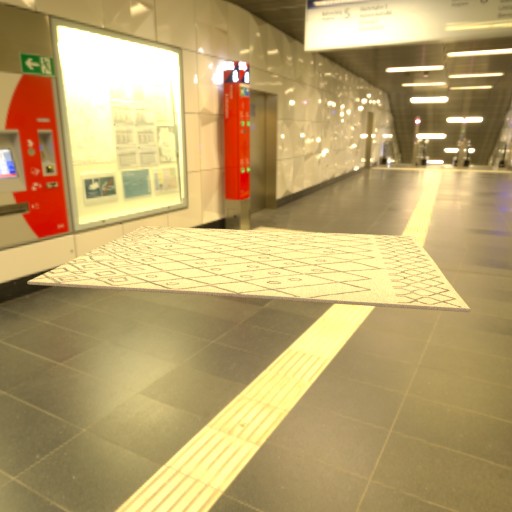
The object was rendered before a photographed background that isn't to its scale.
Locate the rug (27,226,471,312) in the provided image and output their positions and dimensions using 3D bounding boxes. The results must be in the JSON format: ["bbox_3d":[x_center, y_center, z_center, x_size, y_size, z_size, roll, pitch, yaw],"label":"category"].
[{"bbox_3d":[0.000,0.000,2.369,1.828,0.015,1.222,3,16,10],"label":"rug"}]
